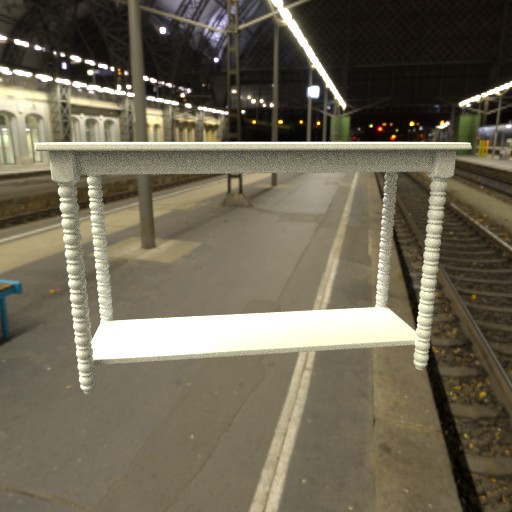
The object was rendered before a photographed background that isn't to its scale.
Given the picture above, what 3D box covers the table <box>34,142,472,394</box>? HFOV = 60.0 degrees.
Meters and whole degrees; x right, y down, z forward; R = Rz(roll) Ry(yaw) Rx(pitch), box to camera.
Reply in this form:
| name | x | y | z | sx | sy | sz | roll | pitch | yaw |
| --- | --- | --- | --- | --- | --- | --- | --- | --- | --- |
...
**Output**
| name | x | y | z | sx | sy | sz | roll | pitch | yaw |
| --- | --- | --- | --- | --- | --- | --- | --- | --- | --- |
| table | 0.000 | 0.000 | 1.492 | 1.184 | 0.740 | 0.459 | -2 | 15 | -7 |
